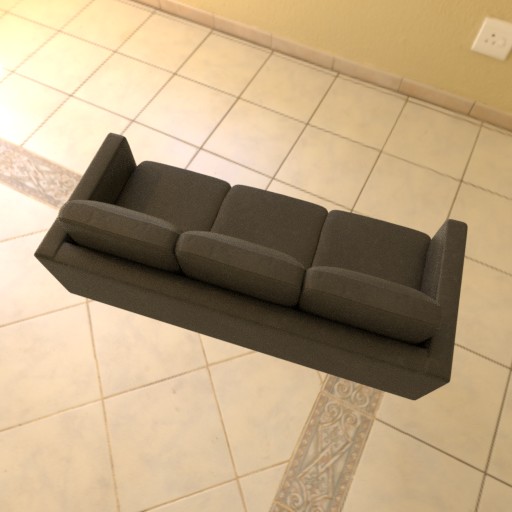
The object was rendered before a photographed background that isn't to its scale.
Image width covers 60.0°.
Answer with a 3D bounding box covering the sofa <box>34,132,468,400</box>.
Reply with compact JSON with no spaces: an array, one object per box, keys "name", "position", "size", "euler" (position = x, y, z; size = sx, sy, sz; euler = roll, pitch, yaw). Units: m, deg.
[{"name":"sofa","position":[0.000,0.000,2.429],"size":[2.029,0.899,0.879],"euler":[16,64,8]}]
